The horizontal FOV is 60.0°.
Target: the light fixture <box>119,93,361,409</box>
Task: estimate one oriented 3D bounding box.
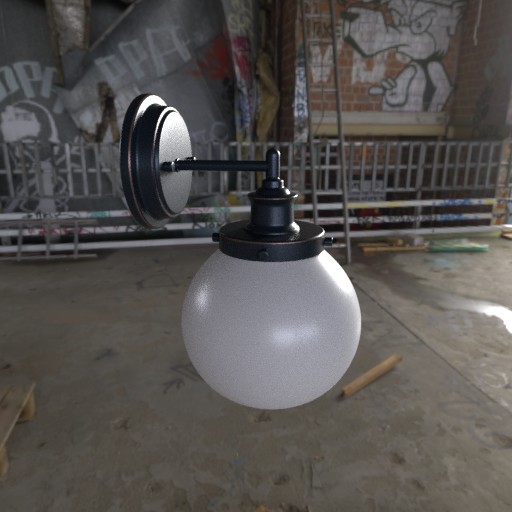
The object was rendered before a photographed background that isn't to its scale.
[{"bbox_3d":[0.000,0.000,0.478,0.230,0.332,0.197,3,16,9],"label":"light fixture"}]
